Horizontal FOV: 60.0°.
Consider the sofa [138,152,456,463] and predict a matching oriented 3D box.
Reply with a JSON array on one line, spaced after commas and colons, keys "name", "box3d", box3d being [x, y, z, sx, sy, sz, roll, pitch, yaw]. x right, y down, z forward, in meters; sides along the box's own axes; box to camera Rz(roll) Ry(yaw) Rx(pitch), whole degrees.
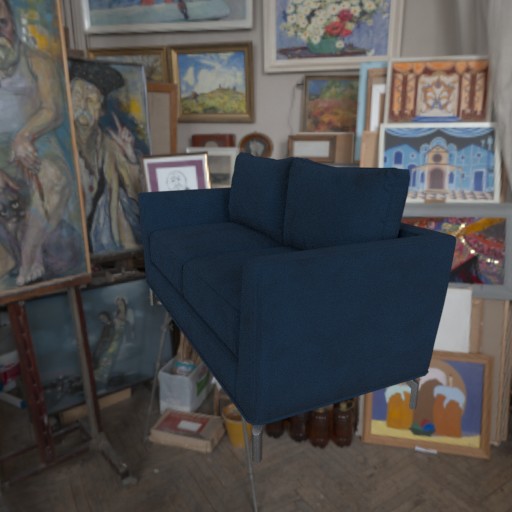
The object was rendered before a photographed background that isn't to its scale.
[{"name": "sofa", "box3d": [0.000, 0.000, 2.313, 0.853, 1.002, 1.770, -7, 17, -24]}]
